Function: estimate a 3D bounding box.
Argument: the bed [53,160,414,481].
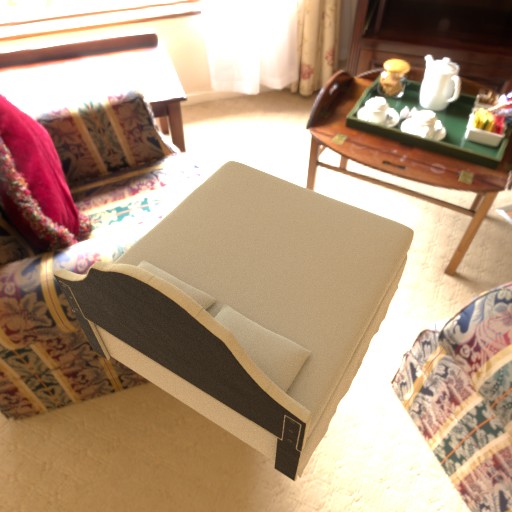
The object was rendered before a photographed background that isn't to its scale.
[{"bbox_3d":[0.000,0.000,3.409,2.012,1.555,2.086,25,53,21],"label":"bed"}]
